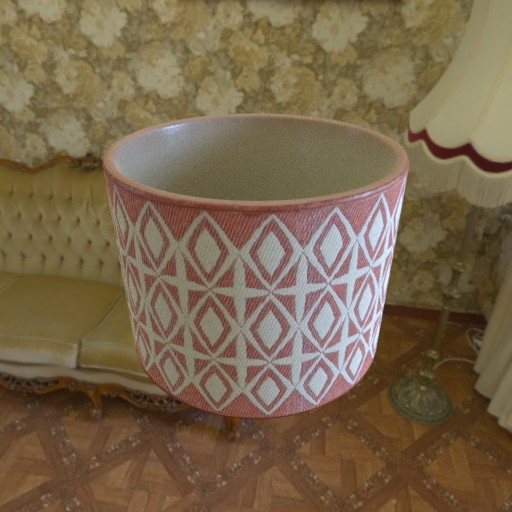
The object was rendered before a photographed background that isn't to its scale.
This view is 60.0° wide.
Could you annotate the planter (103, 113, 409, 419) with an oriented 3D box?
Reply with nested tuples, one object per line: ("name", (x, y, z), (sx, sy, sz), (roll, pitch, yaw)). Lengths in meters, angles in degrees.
("planter", (0.000, 0.000, 0.470), (0.273, 0.237, 0.273), (0, 30, 0))
